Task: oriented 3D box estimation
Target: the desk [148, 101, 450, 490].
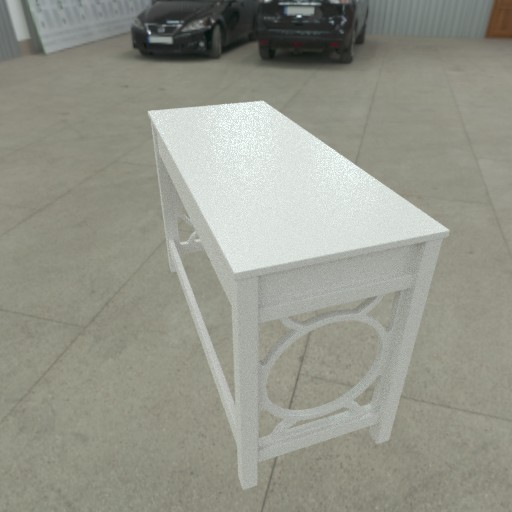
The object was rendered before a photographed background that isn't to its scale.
[{"bbox_3d":[0.000,0.000,1.581,0.504,0.762,1.191,-11,35,-16],"label":"desk"}]
